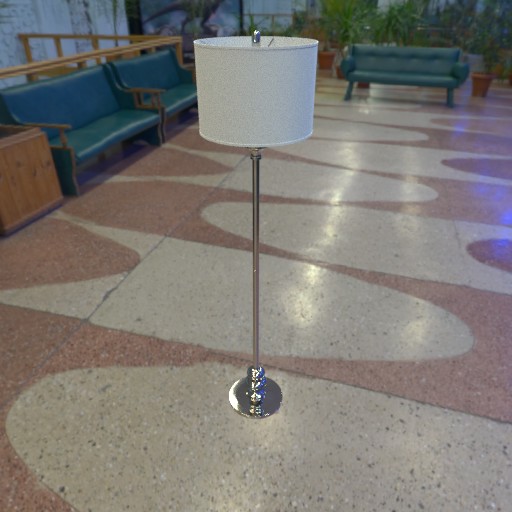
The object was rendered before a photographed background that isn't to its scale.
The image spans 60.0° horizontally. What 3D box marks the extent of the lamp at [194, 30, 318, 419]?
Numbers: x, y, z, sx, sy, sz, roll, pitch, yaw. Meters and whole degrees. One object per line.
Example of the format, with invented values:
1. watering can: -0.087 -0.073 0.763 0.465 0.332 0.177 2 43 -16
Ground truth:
1. lamp: 0.000 0.000 1.638 0.356 1.487 0.356 10 32 16
